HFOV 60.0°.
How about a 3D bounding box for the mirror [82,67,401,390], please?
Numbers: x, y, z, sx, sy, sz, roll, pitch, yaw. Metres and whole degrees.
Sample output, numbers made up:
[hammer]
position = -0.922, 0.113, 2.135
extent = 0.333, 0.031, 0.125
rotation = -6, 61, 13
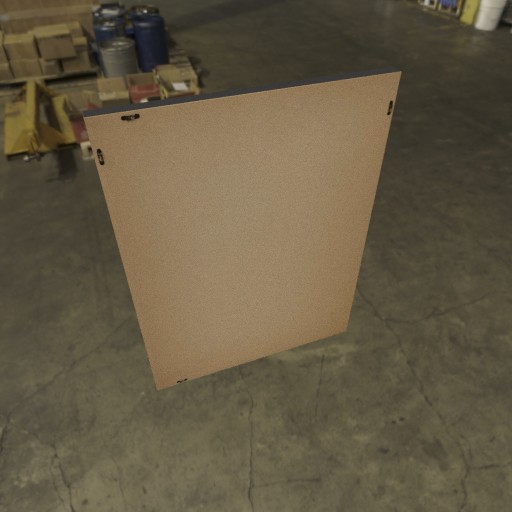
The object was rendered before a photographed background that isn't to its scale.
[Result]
[mirror]
position = 0.000, 0.000, 1.350
extent = 0.762, 1.016, 0.040
rotation = -14, 43, -15
